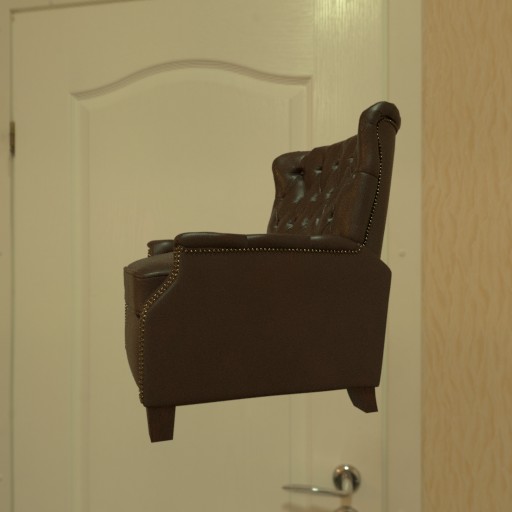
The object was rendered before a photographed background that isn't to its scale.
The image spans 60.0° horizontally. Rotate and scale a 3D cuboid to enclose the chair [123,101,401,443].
[{"bbox_3d":[0.000,0.000,1.460,0.823,0.864,0.709,0,0,-20],"label":"chair"}]
